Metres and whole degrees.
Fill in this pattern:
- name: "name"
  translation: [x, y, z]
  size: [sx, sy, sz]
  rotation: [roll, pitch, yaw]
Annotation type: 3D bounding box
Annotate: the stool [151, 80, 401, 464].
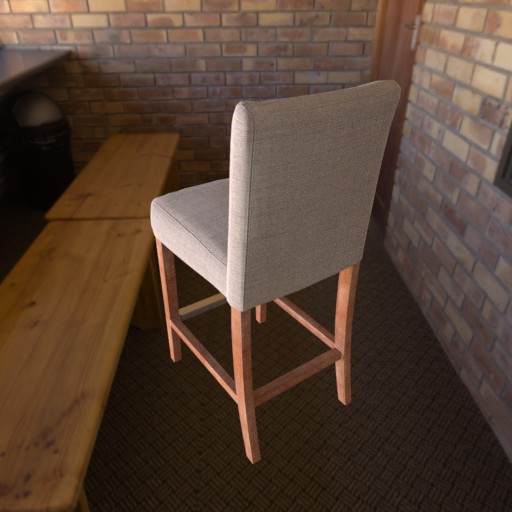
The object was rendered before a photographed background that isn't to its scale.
- name: "stool"
  translation: [0.000, 0.000, 1.344]
  size: [0.454, 1.039, 0.567]
  rotation: [-20, 37, -29]
